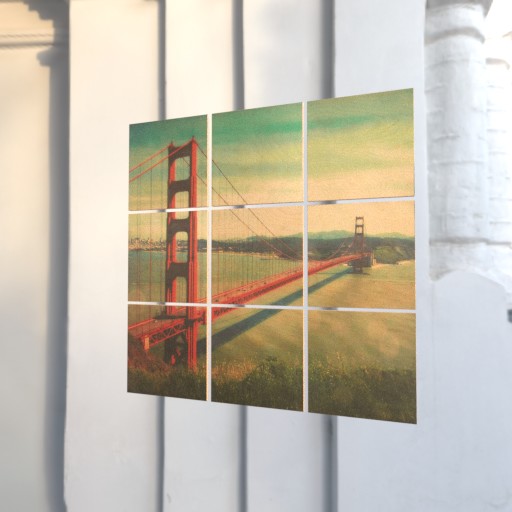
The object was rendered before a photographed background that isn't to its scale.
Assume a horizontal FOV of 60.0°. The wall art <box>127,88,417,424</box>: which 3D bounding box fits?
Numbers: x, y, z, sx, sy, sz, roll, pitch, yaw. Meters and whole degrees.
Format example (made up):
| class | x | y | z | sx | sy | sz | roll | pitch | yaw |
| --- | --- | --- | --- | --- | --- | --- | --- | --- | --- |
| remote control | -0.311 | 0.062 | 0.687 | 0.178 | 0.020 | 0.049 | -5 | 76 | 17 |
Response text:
| class | x | y | z | sx | sy | sz | roll | pitch | yaw |
| --- | --- | --- | --- | --- | --- | --- | --- | --- | --- |
| wall art | 0.000 | 0.000 | 1.800 | 1.217 | 1.207 | 0.016 | -1 | -2 | 20 |
